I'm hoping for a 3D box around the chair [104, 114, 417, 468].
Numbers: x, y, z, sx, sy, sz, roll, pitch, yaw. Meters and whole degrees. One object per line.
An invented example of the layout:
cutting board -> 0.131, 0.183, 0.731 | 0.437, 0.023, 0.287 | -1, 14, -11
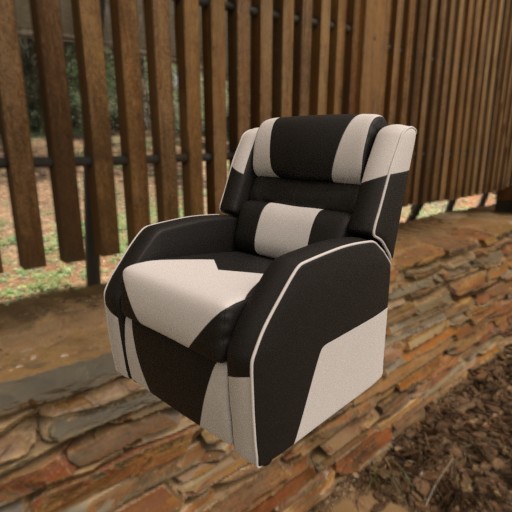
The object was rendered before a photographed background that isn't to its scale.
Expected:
chair -> 0.000, 0.000, 1.292 | 0.620, 0.805, 0.672 | 14, 20, 42
